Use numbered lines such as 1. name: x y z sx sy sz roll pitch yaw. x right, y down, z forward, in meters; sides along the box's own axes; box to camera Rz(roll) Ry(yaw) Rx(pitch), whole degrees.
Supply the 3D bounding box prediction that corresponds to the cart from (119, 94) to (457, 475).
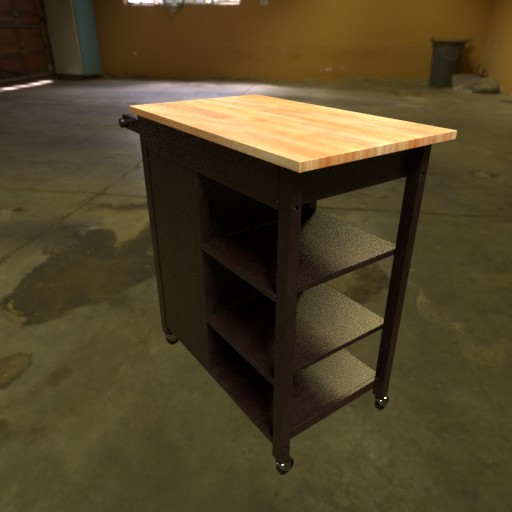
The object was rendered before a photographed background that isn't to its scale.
1. cart: 0.000 0.000 1.415 0.472 0.878 0.914 -18 32 -31
